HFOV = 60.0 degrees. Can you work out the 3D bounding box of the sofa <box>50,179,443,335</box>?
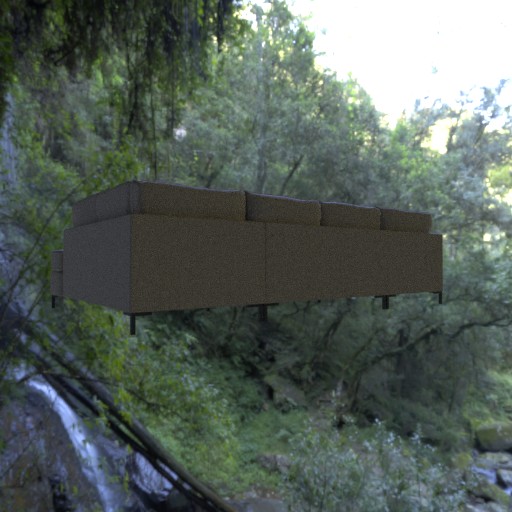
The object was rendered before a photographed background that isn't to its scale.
[{"bbox_3d":[0.000,0.000,4.433,3.423,0.996,2.021,1,-1,-36],"label":"sofa"}]
